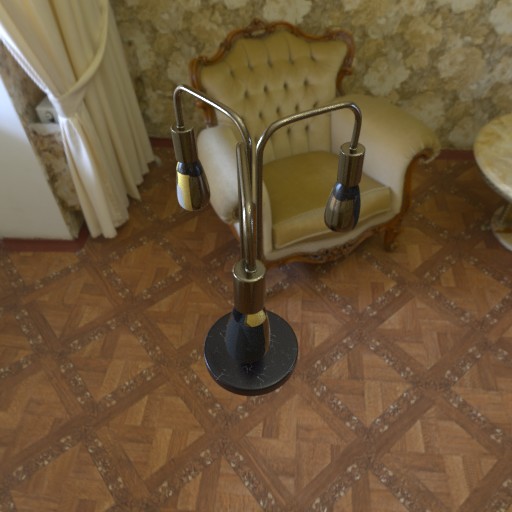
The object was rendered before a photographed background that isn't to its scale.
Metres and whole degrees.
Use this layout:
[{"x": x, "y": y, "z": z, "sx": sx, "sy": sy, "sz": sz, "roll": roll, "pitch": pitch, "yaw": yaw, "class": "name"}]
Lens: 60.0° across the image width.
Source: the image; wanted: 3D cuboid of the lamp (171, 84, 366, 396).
[{"x": 0.000, "y": 0.000, "z": 0.799, "sx": 0.355, "sy": 0.560, "sz": 0.368, "roll": -32, "pitch": 55, "yaw": -26, "class": "lamp"}]
